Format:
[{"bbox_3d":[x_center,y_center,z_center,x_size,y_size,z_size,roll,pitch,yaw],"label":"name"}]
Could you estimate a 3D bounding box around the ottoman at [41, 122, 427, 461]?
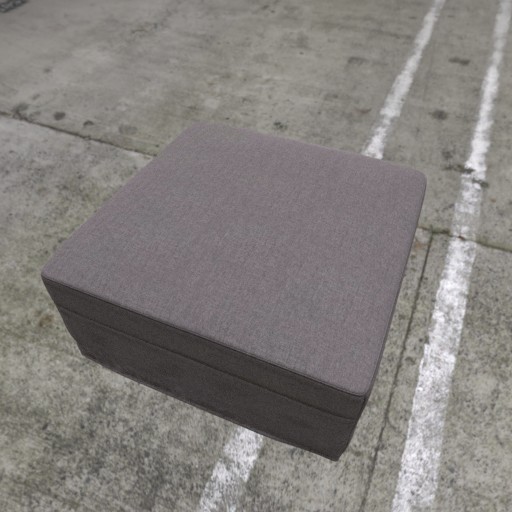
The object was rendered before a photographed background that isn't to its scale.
[{"bbox_3d":[0.000,0.000,1.343,0.843,0.436,0.840,17,48,16],"label":"ottoman"}]
